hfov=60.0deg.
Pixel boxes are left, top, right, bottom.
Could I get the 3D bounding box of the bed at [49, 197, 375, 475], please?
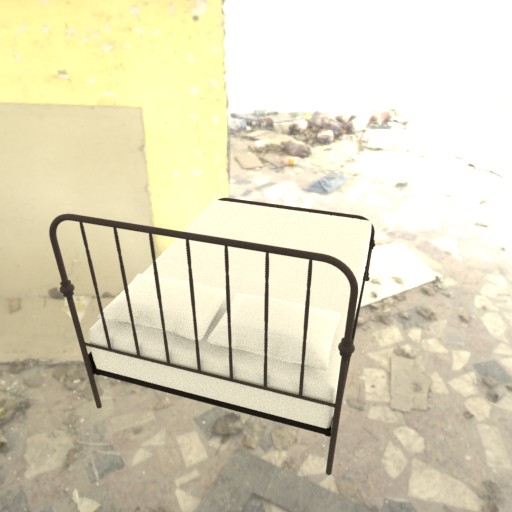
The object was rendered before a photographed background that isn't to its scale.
[{"bbox_3d":[0.000,0.000,3.218,1.616,1.446,2.134,9,33,15],"label":"bed"}]
